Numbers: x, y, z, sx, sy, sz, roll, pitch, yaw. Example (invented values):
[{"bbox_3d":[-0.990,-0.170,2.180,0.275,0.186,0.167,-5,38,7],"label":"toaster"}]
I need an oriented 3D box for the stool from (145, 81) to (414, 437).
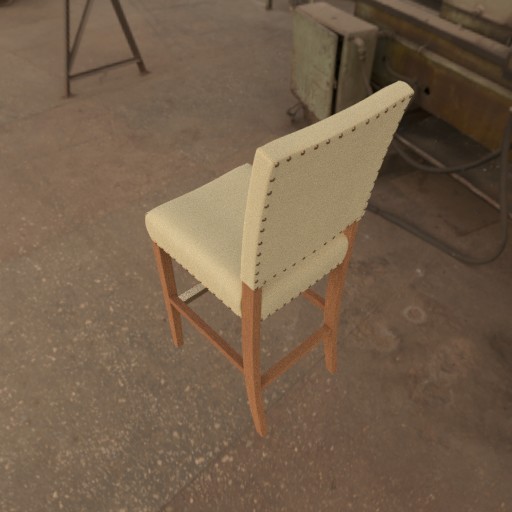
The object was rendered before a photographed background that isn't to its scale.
[{"bbox_3d":[0.000,0.000,1.419,0.445,1.168,0.584,-32,53,-28],"label":"stool"}]
